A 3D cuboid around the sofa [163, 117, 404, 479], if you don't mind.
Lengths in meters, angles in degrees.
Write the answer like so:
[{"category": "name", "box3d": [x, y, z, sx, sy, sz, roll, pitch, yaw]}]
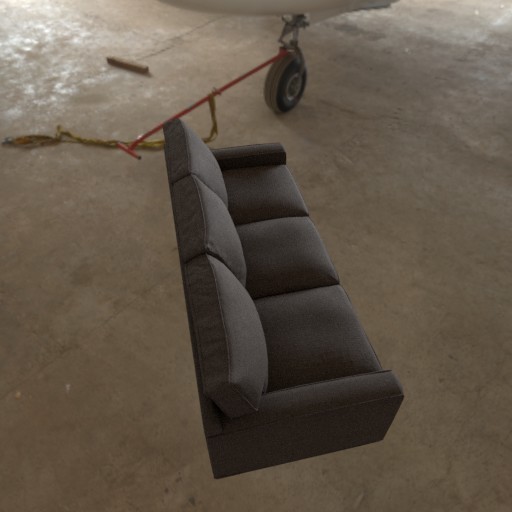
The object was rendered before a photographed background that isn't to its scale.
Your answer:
[{"category": "sofa", "box3d": [0.000, 0.000, 2.963, 1.004, 0.978, 2.369, -9, 46, -9]}]
